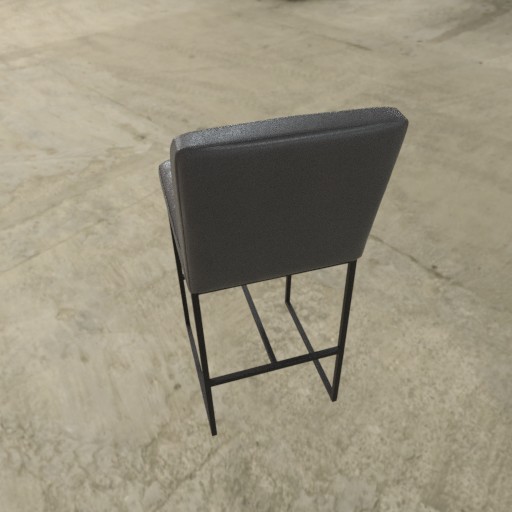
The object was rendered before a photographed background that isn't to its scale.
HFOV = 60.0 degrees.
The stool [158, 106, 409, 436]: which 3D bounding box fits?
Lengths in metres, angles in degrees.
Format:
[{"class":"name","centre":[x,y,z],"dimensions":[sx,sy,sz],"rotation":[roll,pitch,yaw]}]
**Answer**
[{"class":"stool","centre":[0.000,0.000,1.304],"dimensions":[0.457,1.040,0.552],"rotation":[-11,42,-13]}]
